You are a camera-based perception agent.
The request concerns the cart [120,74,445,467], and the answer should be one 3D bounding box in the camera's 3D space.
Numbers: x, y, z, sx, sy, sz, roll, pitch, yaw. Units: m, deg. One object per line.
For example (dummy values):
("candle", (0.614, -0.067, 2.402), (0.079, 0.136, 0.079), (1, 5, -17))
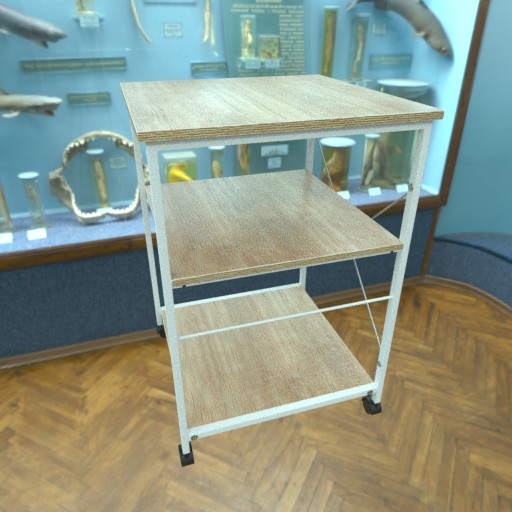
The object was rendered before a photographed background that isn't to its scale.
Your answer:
("cart", (0.000, 0.000, 1.097), (0.520, 0.762, 0.521), (-9, 30, -15))
